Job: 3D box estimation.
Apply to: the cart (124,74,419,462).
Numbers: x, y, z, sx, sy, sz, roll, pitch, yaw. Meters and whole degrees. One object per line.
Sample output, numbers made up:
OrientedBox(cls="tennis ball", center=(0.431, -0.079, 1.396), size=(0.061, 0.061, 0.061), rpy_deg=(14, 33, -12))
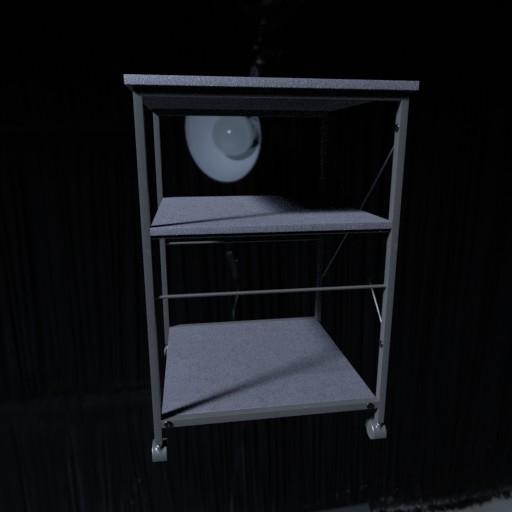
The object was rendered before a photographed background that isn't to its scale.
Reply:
OrientedBox(cls="cart", center=(0.000, 0.000, 1.107), size=(0.520, 0.762, 0.521), rpy_deg=(-2, 14, -9))
